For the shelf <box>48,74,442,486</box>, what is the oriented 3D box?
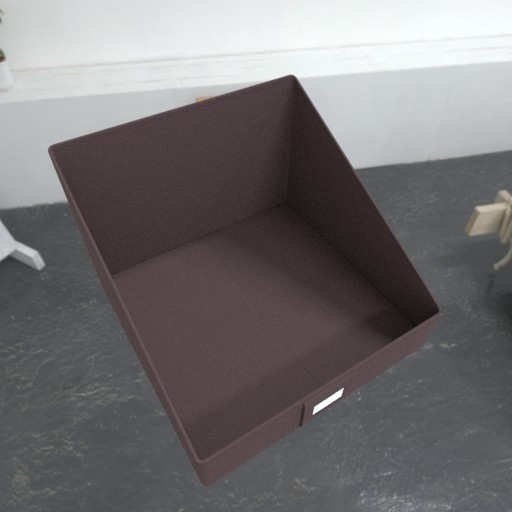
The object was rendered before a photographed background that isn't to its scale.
[{"bbox_3d":[0.000,0.000,0.469,0.292,0.210,0.292,-25,52,-21],"label":"shelf"}]
